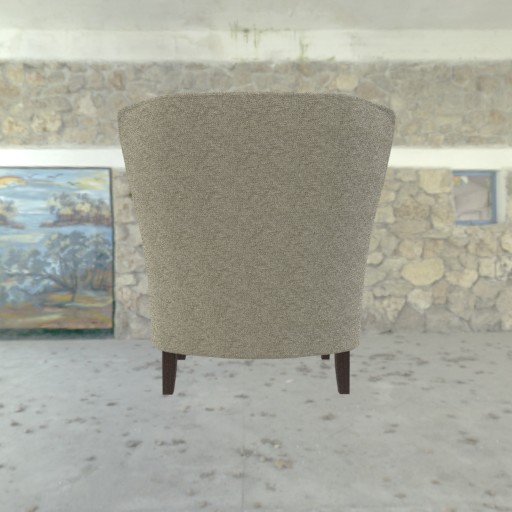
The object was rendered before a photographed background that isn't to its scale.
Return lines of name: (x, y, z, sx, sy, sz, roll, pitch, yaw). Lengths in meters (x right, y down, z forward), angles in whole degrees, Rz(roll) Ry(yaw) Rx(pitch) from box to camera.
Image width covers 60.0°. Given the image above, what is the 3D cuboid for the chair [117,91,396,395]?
chair: (0.000, 0.000, 1.643, 0.820, 0.920, 0.910, 0, 0, -1)
